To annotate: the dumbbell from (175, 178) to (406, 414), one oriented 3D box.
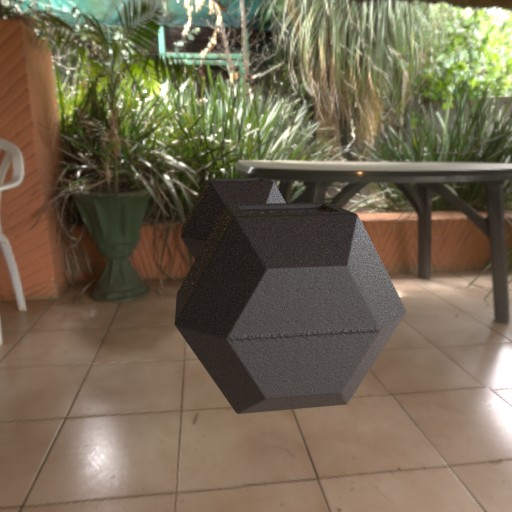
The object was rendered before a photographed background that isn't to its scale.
[{"bbox_3d":[0.000,0.000,0.340,0.116,0.101,0.297,-2,14,-8],"label":"dumbbell"}]
